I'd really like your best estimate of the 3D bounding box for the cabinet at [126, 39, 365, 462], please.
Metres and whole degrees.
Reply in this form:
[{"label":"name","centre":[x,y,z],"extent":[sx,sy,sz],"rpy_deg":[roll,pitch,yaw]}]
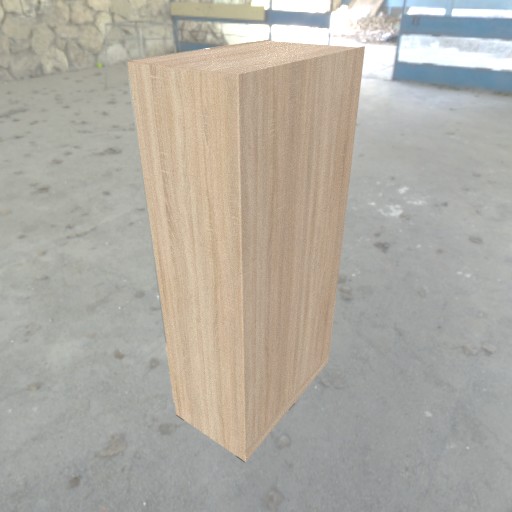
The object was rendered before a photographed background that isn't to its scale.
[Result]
[{"label":"cabinet","centre":[0.000,0.000,2.521],"extent":[0.590,2.121,1.001],"rpy_deg":[21,37,30]}]
